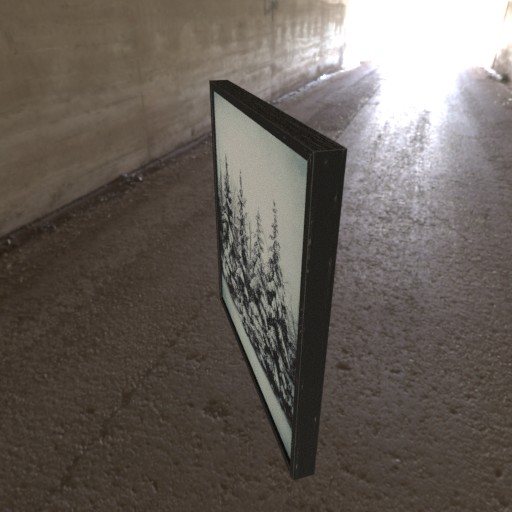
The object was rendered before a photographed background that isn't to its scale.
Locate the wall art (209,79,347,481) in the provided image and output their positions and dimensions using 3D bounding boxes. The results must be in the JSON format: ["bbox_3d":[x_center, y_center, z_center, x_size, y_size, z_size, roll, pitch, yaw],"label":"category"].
[{"bbox_3d":[0.000,0.000,0.765,0.036,0.506,0.506,-8,30,-15],"label":"wall art"}]
